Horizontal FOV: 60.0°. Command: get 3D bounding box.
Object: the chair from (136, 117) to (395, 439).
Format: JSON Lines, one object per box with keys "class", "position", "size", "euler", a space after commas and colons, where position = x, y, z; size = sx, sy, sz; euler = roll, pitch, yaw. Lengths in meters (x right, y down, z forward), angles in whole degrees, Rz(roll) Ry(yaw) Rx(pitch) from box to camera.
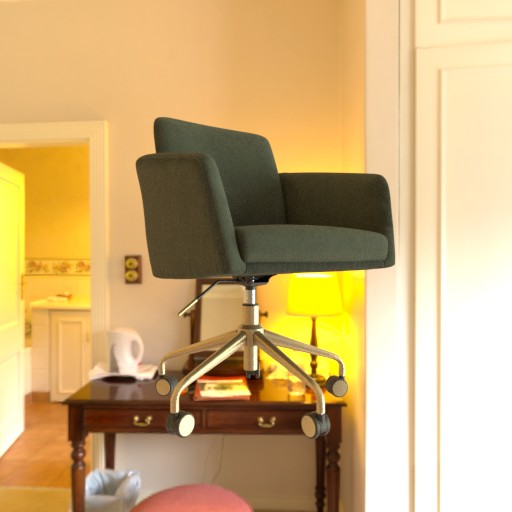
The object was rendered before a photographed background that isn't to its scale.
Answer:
{"class": "chair", "position": [0.000, 0.000, 1.332], "size": [0.641, 0.908, 0.635], "euler": [0, 0, -35]}
